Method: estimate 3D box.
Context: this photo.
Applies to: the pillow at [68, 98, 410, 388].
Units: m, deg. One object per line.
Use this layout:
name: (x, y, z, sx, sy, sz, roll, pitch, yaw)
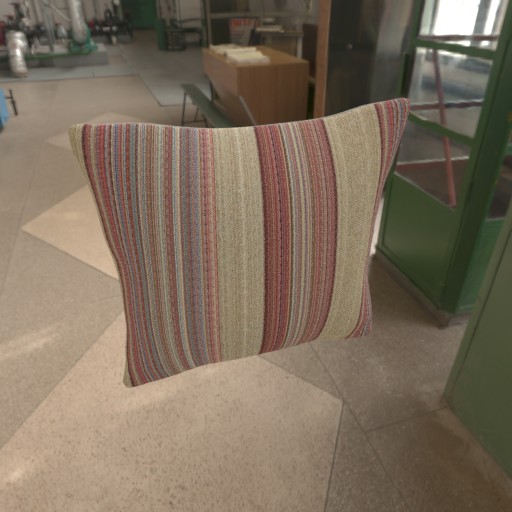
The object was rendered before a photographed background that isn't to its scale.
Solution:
pillow: (0.000, 0.000, 0.646, 0.437, 0.419, 0.136, -9, 33, -14)
